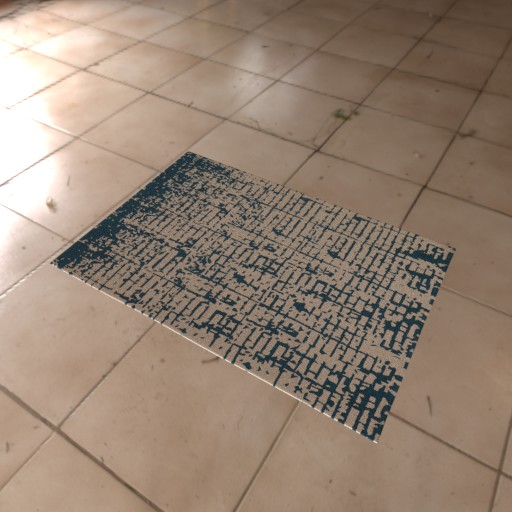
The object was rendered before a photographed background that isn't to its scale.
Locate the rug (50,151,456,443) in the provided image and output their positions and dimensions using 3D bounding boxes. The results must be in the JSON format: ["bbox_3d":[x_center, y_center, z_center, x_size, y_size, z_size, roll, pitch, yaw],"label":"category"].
[{"bbox_3d":[0.000,0.000,2.394,1.828,0.007,1.220,24,51,21],"label":"rug"}]
